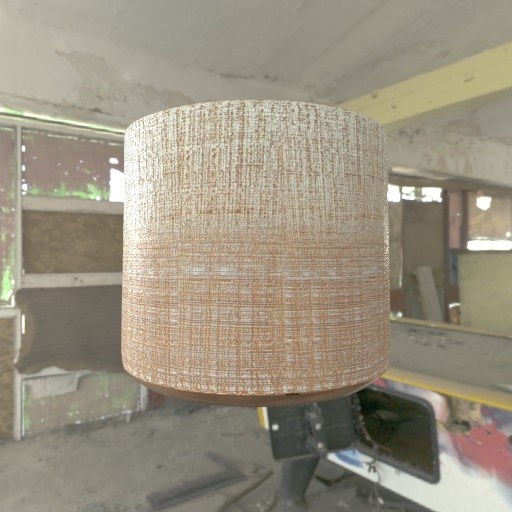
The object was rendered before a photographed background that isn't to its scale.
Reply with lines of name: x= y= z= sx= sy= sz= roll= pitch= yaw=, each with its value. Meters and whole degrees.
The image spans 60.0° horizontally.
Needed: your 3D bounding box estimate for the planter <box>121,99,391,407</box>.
planter: x=0.000 y=0.000 z=0.187 sx=0.109 sy=0.096 sz=0.109 roll=0 pitch=0 yaw=0
